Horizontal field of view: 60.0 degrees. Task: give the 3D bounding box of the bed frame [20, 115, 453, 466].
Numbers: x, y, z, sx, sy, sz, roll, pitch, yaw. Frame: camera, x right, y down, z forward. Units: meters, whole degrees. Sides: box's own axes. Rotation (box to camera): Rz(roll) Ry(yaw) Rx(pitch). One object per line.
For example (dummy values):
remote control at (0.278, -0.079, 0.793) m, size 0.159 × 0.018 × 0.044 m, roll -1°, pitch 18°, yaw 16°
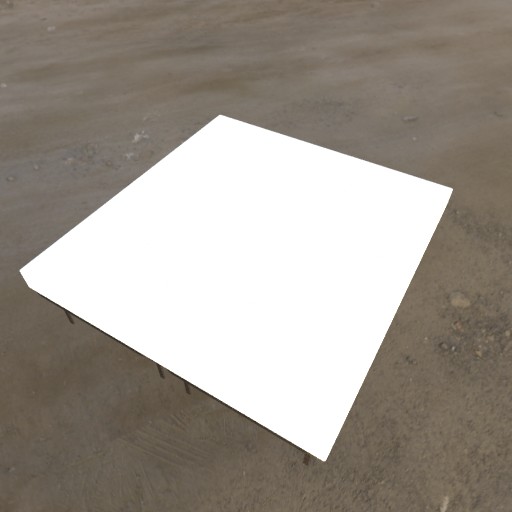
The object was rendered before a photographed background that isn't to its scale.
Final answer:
bed frame at (0.000, 0.000, 2.984) m, size 1.930 × 0.559 × 2.032 m, roll 24°, pitch 51°, yaw 21°
